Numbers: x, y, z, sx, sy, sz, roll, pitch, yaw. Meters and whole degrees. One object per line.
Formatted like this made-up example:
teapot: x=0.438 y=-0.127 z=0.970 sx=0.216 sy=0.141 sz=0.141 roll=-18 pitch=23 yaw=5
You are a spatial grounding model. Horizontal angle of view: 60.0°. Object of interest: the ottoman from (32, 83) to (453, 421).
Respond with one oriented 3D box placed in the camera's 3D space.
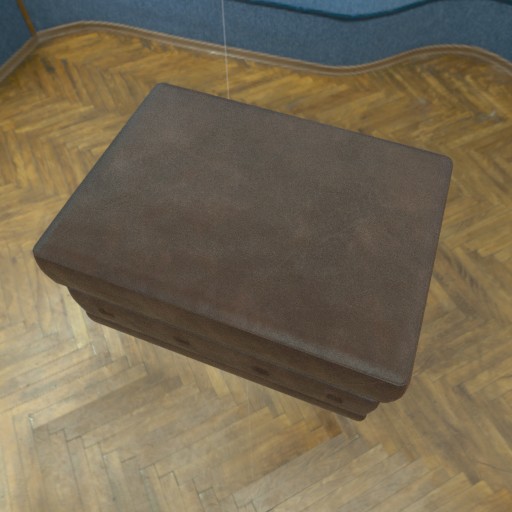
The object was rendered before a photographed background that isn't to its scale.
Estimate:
ottoman: x=0.000 y=0.000 z=1.164 sx=0.795 sy=0.509 sz=0.588 roll=18 pitch=60 yaw=11
